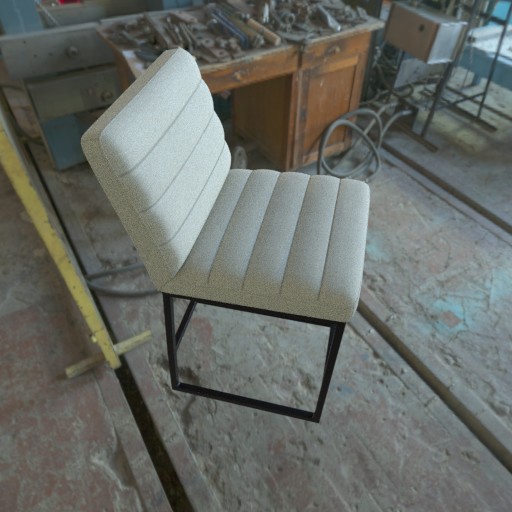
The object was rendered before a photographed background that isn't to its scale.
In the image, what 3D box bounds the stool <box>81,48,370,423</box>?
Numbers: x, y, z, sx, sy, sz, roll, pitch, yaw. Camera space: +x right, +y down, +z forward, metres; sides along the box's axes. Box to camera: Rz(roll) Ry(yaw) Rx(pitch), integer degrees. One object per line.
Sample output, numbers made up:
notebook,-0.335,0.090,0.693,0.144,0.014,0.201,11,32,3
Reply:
stool,0.000,0.000,1.236,0.560,0.940,0.460,10,47,9
